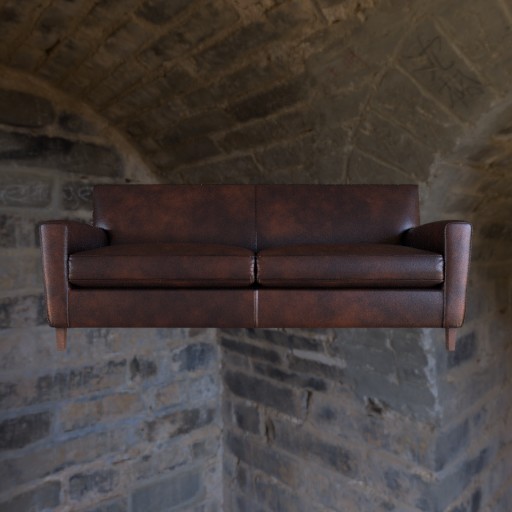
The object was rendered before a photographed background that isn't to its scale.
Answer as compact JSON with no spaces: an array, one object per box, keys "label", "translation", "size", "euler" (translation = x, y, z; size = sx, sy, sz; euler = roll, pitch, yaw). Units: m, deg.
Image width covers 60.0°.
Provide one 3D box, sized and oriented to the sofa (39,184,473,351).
[{"label":"sofa","translation":[0.000,0.000,2.381],"size":[1.995,0.871,0.786],"euler":[0,1,0]}]
